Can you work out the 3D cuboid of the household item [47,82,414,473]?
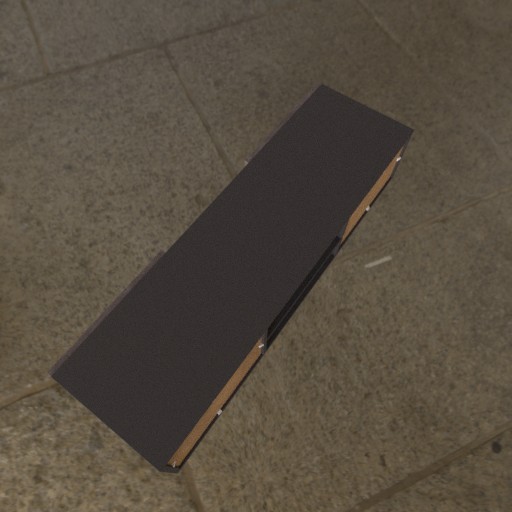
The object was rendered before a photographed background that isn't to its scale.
[{"bbox_3d":[0.000,0.000,1.567,0.420,0.310,1.400,33,68,15],"label":"household item"}]
